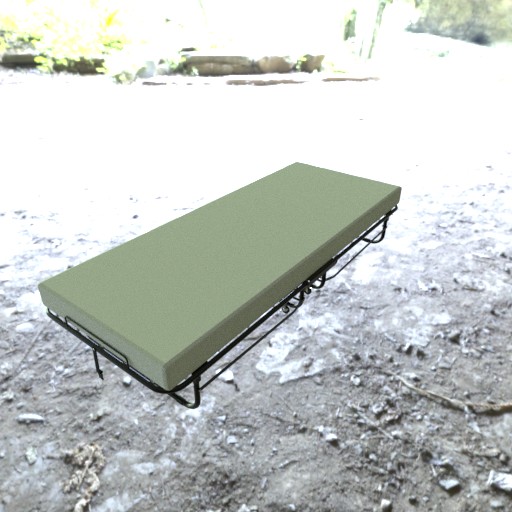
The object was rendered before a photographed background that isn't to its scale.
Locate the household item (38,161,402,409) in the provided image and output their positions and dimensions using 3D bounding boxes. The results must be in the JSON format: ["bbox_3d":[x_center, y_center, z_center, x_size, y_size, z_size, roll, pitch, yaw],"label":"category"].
[{"bbox_3d":[0.000,0.000,2.260,0.787,0.356,1.905,22,37,32],"label":"household item"}]
